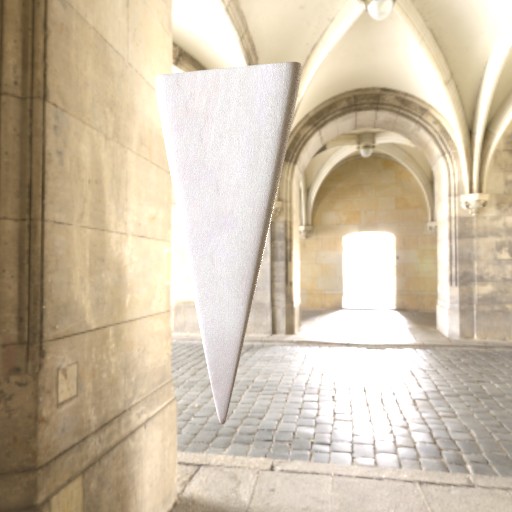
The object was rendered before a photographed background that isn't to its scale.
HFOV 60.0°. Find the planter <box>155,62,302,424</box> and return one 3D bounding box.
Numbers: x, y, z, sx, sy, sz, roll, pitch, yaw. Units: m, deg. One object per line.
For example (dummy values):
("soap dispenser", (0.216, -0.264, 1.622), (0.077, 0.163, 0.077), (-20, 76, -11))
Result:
("planter", (0.000, 0.000, 0.273), (0.101, 0.224, 0.081), (1, -2, -37))
